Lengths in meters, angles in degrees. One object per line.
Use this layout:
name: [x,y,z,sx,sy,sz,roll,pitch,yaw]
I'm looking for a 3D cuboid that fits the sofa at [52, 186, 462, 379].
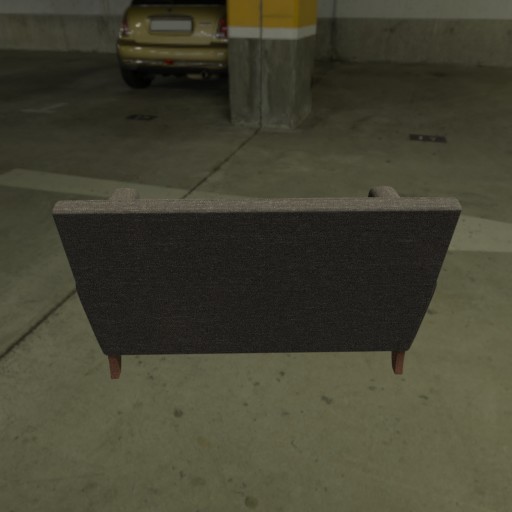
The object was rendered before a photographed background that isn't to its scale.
sofa: [0.000,0.000,2.126,1.509,0.905,0.867,-1,30,-1]
